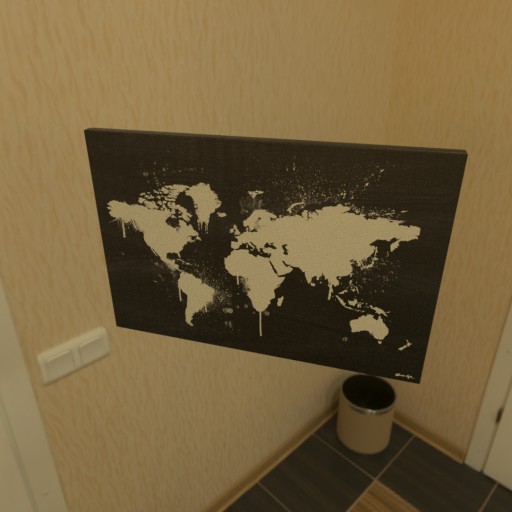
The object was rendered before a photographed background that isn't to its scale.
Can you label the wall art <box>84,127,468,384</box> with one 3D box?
[{"bbox_3d":[0.000,0.000,1.167,0.912,0.612,0.038,7,27,15],"label":"wall art"}]
